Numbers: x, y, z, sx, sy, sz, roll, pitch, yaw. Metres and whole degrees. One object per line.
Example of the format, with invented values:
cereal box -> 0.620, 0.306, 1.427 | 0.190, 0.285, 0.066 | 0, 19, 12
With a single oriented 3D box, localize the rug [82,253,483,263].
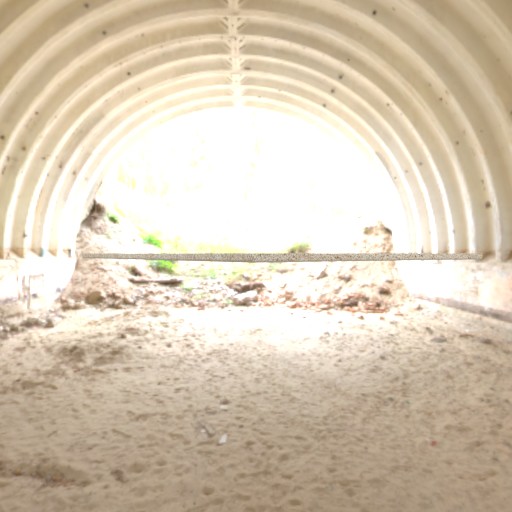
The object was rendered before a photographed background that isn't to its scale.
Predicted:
rug -> 0.000, 0.000, 2.134 | 1.199, 0.025, 1.600 | 0, 0, -36
